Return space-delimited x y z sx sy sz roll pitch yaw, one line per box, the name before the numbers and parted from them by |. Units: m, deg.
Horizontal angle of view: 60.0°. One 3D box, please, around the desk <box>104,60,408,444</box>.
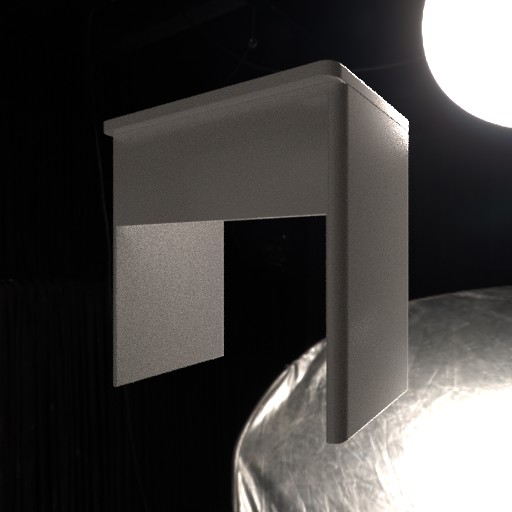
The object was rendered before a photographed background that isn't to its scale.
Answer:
desk | 0.000 0.000 1.332 0.762 0.800 0.549 0 0 35
